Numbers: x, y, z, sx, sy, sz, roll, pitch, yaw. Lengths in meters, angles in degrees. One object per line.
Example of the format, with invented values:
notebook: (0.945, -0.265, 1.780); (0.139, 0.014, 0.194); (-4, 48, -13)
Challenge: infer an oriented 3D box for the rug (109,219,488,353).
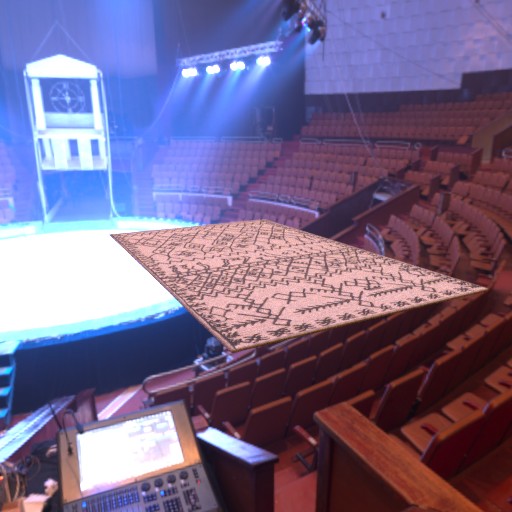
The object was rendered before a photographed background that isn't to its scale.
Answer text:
rug: (0.000, 0.000, 3.072); (1.526, 0.012, 2.444); (-8, 17, -27)
